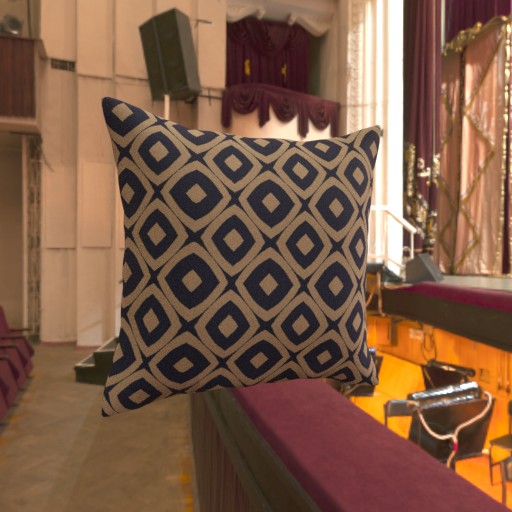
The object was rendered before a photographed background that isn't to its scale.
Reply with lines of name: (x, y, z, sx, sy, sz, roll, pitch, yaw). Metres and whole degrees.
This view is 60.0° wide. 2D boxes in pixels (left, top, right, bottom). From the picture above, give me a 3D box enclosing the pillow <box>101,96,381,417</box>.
pillow: (0.000, 0.000, 0.764, 0.504, 0.494, 0.188, 0, 0, -19)
